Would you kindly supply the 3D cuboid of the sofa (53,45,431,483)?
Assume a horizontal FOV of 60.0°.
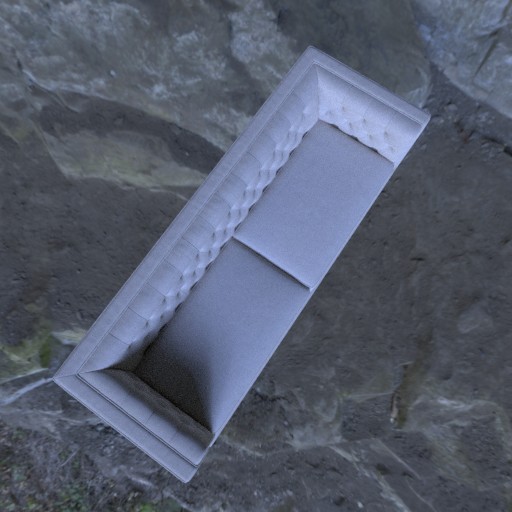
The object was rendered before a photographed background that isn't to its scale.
[{"bbox_3d":[0.000,0.000,2.530,0.775,0.762,2.159,34,78,8],"label":"sofa"}]
